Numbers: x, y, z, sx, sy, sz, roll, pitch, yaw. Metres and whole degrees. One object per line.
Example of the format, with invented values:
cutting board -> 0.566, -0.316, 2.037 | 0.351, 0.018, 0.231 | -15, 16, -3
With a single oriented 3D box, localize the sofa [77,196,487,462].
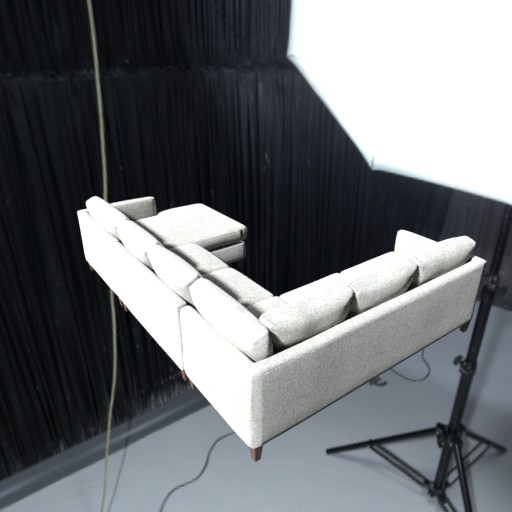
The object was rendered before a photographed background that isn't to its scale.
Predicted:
sofa -> 0.000, 0.000, 4.567 | 2.593, 0.959, 3.460 | -18, 31, -32
